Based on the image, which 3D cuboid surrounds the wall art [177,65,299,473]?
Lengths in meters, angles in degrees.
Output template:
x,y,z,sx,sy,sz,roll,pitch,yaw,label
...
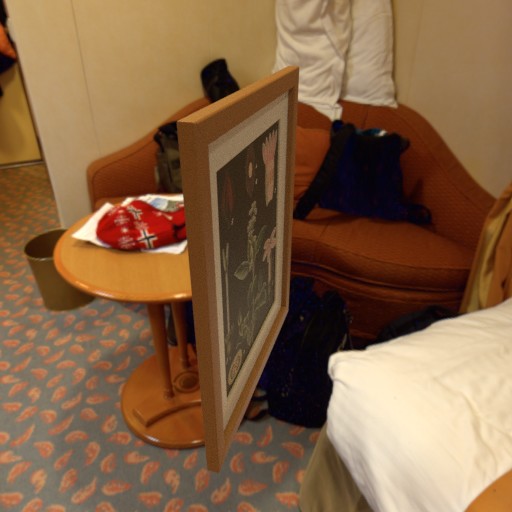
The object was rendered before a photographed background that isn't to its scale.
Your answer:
x,y,z,sx,sy,sz,roll,pitch,yaw,label
0.000,0.000,0.521,0.015,0.379,0.310,9,31,15,wall art
